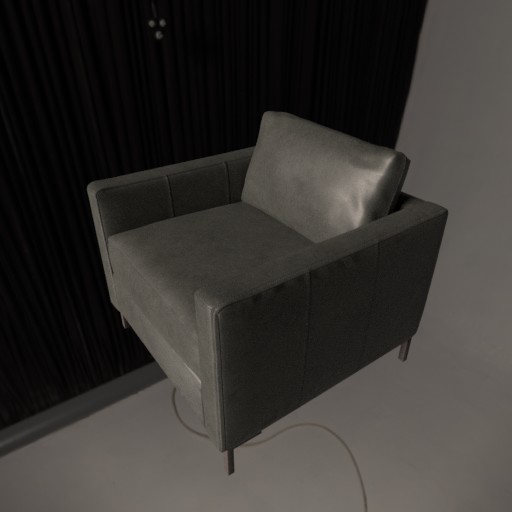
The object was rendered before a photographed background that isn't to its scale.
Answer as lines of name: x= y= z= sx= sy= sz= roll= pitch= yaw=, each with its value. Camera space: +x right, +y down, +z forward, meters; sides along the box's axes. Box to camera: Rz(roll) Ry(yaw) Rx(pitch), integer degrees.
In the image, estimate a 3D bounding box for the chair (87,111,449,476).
chair: x=0.000 y=0.000 z=1.513 sx=0.861 sy=0.824 sz=0.967 roll=-21 pitch=37 yaw=-30
